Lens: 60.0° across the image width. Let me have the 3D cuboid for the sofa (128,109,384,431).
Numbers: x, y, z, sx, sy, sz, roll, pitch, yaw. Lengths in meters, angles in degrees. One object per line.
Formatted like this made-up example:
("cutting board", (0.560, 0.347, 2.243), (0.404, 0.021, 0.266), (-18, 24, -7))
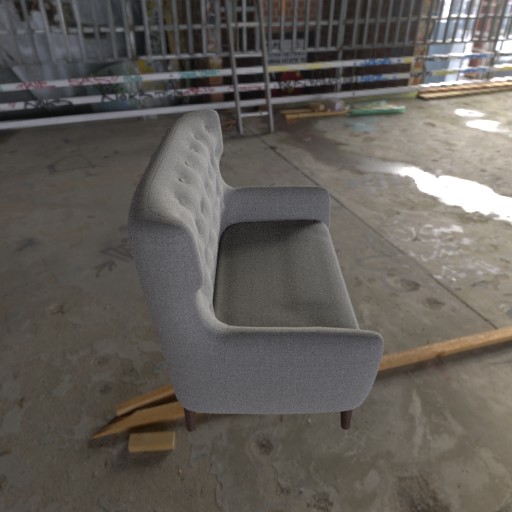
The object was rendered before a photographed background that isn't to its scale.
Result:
("sofa", (0.000, 0.000, 2.070), (0.884, 1.028, 1.386), (0, 32, -1))
